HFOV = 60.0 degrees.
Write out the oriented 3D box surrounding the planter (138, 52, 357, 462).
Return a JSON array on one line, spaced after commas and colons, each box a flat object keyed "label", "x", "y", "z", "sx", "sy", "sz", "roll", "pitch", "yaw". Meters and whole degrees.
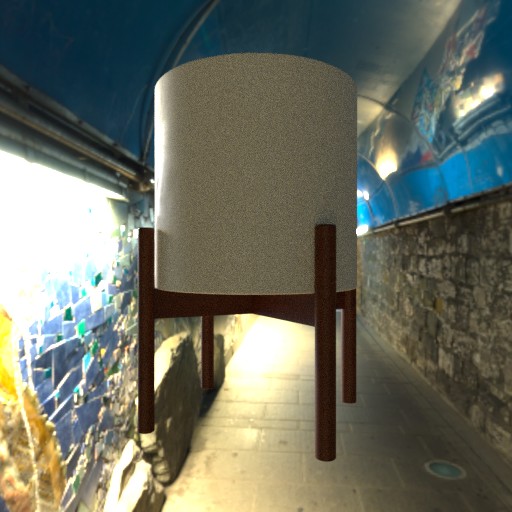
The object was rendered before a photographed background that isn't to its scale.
[{"label": "planter", "x": 0.000, "y": 0.000, "z": 0.937, "sx": 0.417, "sy": 0.670, "sz": 0.417, "roll": 0, "pitch": 0, "yaw": 18}]
